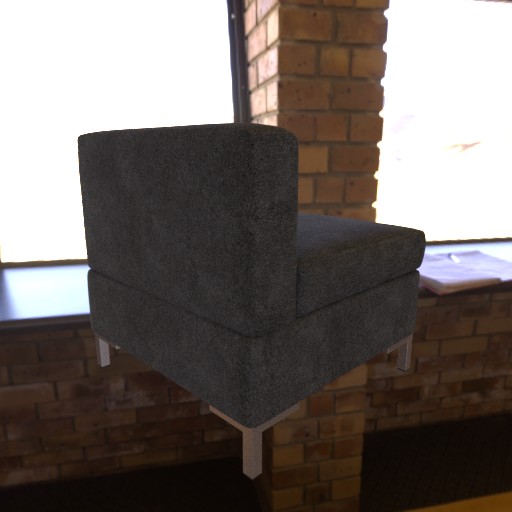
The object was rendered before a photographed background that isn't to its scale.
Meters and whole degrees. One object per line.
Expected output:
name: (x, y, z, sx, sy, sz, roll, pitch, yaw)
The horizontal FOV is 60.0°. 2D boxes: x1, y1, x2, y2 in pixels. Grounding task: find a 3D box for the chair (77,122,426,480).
chair: (0.000, 0.000, 1.205, 0.680, 0.660, 0.680, -13, 19, -43)
